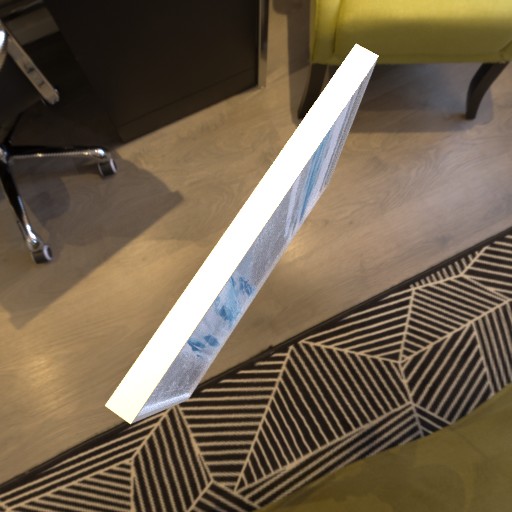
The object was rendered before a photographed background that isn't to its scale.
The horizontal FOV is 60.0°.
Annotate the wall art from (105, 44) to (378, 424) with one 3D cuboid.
[{"bbox_3d":[0.000,0.000,1.418,0.066,0.801,1.056,32,78,8],"label":"wall art"}]
